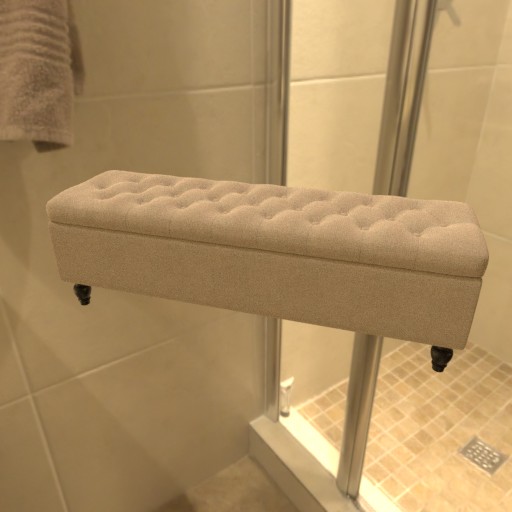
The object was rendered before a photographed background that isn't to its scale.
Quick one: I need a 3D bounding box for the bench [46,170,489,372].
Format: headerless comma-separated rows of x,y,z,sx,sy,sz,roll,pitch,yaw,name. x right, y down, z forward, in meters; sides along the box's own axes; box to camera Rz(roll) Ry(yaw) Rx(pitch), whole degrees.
0.000,0.000,1.674,1.480,0.467,0.455,8,28,15,bench
